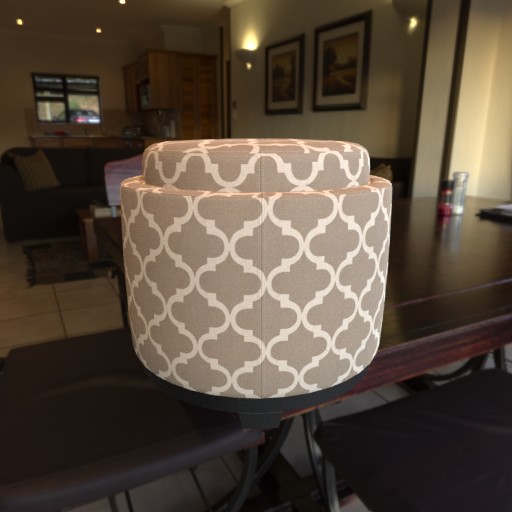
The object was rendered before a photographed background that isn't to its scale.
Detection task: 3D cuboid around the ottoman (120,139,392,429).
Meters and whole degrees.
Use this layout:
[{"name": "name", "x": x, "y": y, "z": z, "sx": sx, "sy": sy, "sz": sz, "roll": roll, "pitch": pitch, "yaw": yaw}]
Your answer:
[{"name": "ottoman", "x": 0.000, "y": 0.000, "z": 0.840, "sx": 0.480, "sy": 0.429, "sz": 0.480, "roll": 0, "pitch": 16, "yaw": 0}]
